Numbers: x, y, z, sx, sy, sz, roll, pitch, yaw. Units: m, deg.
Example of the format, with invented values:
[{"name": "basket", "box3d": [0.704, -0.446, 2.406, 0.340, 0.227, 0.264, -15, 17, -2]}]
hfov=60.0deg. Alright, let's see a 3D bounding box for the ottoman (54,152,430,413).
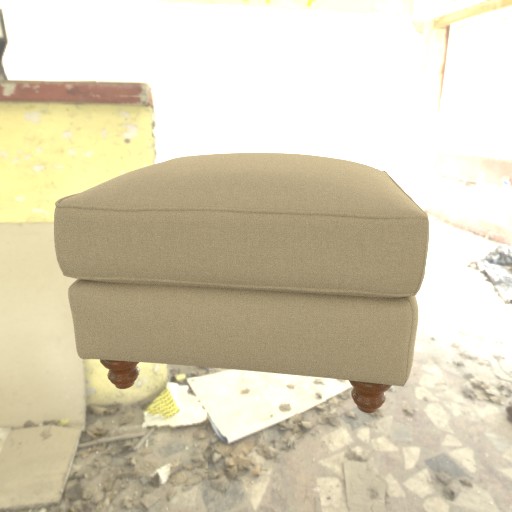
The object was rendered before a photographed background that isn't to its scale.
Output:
[{"name": "ottoman", "box3d": [0.000, 0.000, 1.136, 0.716, 0.505, 0.662, 3, 18, 8]}]
